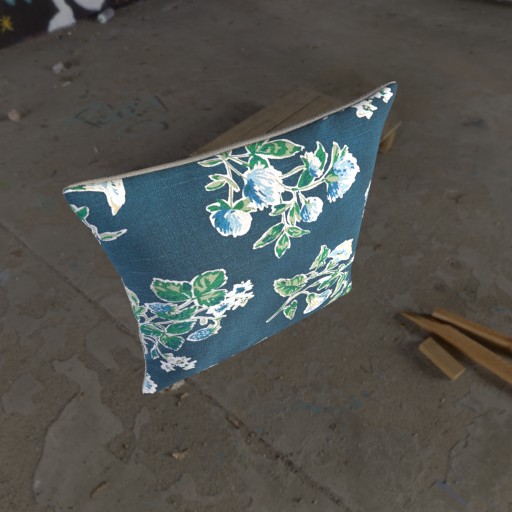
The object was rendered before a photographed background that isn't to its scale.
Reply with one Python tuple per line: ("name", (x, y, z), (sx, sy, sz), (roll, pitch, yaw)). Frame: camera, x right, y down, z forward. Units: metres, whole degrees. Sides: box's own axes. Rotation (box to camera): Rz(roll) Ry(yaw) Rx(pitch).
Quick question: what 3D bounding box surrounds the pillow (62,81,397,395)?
("pillow", (0.000, 0.000, 0.788), (0.525, 0.508, 0.166), (-24, 51, -21))
